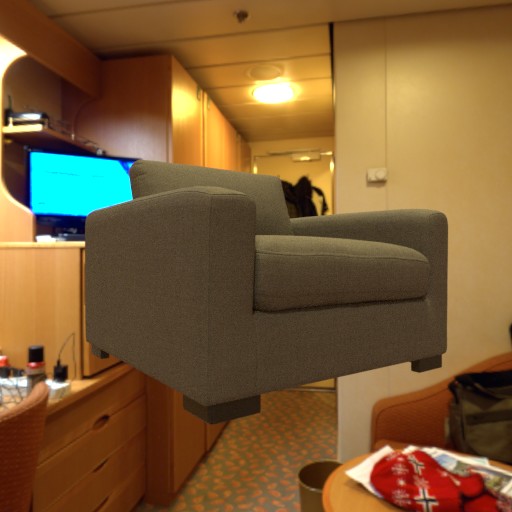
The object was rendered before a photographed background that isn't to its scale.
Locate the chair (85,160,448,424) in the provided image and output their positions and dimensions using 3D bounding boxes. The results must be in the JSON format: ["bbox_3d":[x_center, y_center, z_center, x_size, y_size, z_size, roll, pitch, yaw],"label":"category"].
[{"bbox_3d":[0.000,0.000,1.807,1.070,0.847,1.100,0,-1,-36],"label":"chair"}]
